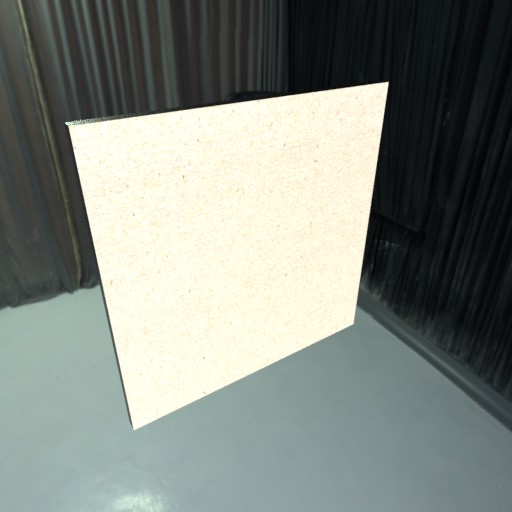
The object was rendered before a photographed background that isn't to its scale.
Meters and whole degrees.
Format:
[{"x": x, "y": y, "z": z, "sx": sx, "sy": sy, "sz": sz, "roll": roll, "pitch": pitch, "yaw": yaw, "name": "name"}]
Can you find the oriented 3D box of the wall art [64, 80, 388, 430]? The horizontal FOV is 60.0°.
[{"x": 0.000, "y": 0.000, "z": 1.135, "sx": 0.773, "sy": 0.775, "sz": 0.031, "roll": -19, "pitch": 35, "yaw": -28, "name": "wall art"}]
